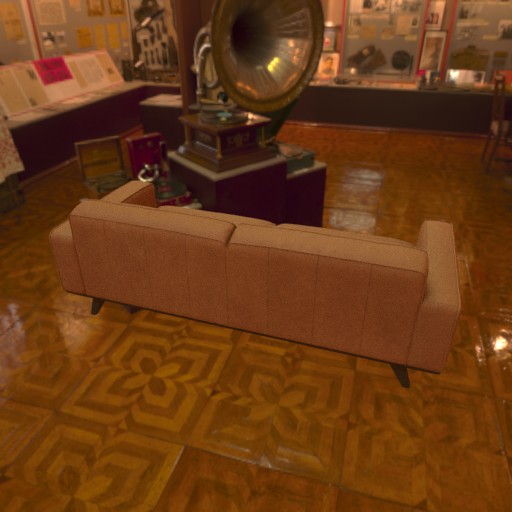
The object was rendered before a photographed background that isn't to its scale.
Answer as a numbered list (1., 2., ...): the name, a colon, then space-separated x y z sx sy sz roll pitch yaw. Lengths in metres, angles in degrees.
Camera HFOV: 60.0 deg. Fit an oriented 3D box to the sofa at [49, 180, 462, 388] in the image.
1. sofa: 0.000 0.000 2.723 2.270 0.780 0.953 10 32 16
